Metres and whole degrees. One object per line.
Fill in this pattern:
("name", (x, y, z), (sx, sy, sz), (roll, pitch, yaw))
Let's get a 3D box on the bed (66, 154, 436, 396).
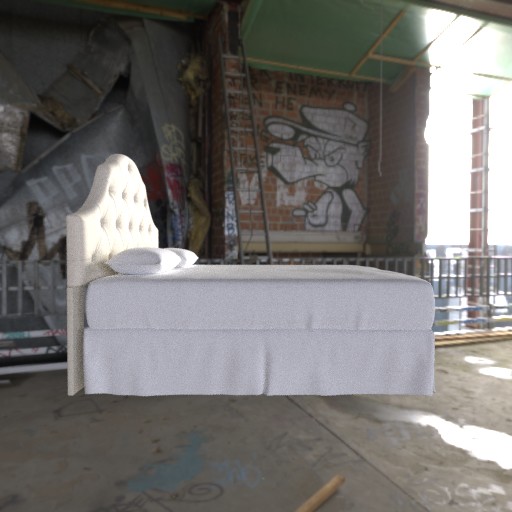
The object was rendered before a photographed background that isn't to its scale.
("bed", (0.000, 0.000, 3.574), (2.214, 1.615, 2.008), (0, 1, 1))
